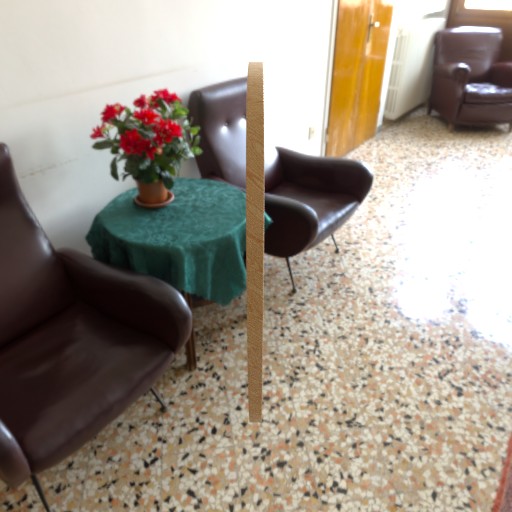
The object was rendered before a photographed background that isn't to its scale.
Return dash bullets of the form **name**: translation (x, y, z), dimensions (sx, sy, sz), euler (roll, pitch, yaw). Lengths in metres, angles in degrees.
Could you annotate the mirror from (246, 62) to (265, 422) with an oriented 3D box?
- **mirror**: translation (0.000, 0.000, 1.340), dimensions (0.037, 1.075, 0.724), euler (0, 33, 0)
